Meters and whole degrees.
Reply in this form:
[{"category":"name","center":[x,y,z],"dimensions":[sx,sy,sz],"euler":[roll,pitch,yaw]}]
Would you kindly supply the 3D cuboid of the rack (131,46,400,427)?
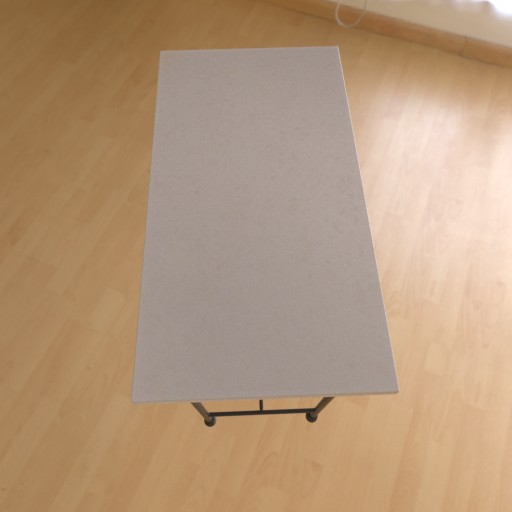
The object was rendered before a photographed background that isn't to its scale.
[{"category":"rack","center":[0.000,0.000,1.659],"dimensions":[0.613,0.880,1.159],"euler":[-2,63,-1]}]
